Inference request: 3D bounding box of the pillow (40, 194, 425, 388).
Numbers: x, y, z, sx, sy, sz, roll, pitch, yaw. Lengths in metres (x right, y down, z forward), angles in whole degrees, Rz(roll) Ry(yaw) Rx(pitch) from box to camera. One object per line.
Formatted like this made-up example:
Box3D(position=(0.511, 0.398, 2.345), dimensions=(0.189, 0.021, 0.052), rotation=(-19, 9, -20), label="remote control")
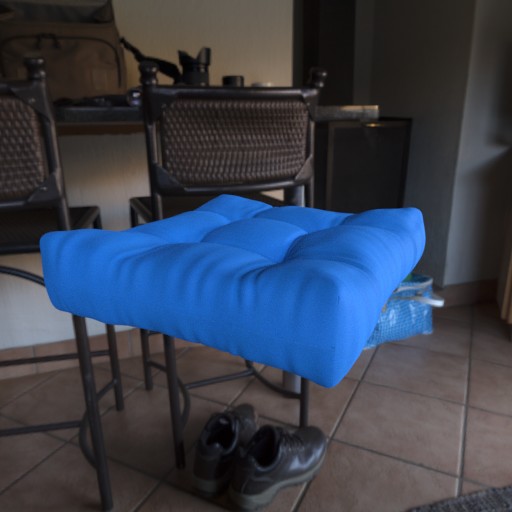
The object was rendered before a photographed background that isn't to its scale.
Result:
Box3D(position=(0.000, 0.000, 0.729), dimensions=(0.468, 0.128, 0.490), rotation=(9, 18, 27), label="pillow")
